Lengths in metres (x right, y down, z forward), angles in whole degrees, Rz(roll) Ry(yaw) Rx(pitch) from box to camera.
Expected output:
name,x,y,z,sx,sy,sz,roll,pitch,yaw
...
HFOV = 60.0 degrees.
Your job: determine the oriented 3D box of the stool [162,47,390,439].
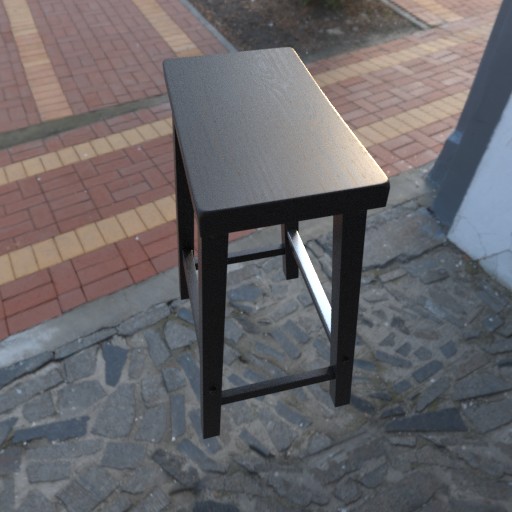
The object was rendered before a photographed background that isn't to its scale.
name,x,y,z,sx,sy,sz,roll,pitch,yaw
stool,0.000,0.000,0.854,0.322,0.610,0.406,-10,48,-9
